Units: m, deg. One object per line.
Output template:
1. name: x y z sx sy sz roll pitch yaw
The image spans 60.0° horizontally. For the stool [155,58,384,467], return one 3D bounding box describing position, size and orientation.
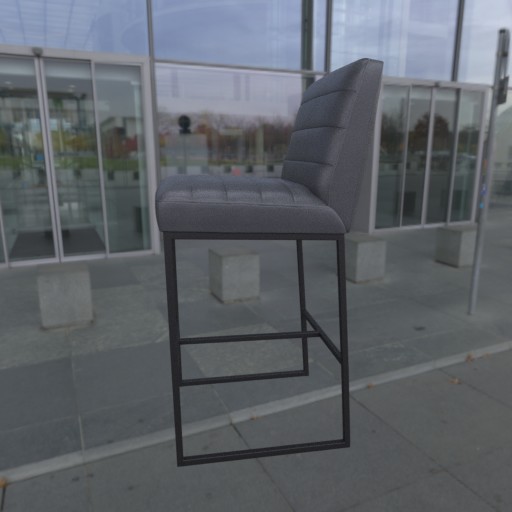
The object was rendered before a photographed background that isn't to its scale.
1. stool: 0.000 0.000 1.317 0.552 1.040 0.457 -2 13 -9
